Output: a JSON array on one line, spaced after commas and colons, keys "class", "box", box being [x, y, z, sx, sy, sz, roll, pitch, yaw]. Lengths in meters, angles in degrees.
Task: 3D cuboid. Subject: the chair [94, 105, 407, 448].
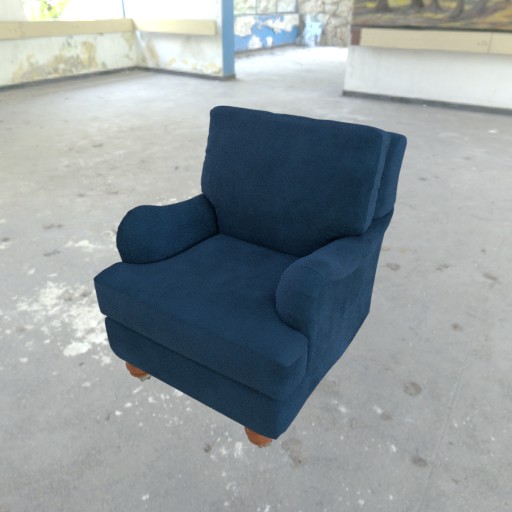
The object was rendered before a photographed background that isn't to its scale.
[{"class": "chair", "box": [0.000, 0.000, 1.877, 0.895, 1.076, 1.078, 18, 35, 28]}]
